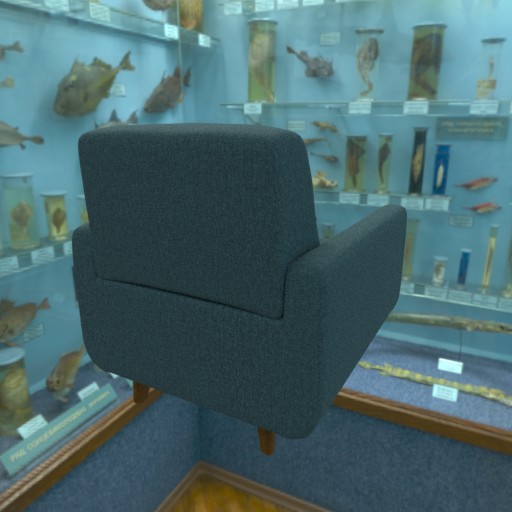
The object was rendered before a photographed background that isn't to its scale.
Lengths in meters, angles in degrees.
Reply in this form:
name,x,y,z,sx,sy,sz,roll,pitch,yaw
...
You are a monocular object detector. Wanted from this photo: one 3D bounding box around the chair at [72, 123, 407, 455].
name,x,y,z,sx,sy,sz,roll,pitch,yaw
chair,0.000,0.000,1.629,0.880,0.940,0.964,9,19,28
